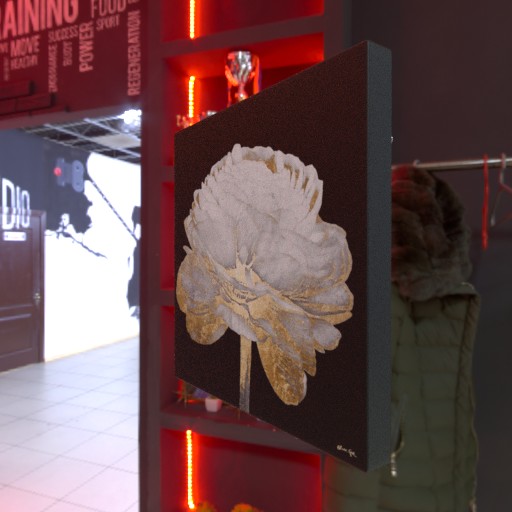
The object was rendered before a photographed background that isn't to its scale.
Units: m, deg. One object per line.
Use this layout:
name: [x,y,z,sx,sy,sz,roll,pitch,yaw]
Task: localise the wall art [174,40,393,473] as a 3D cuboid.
wall art: [0.000,0.000,0.587,0.041,0.407,0.406,0,1,-36]
